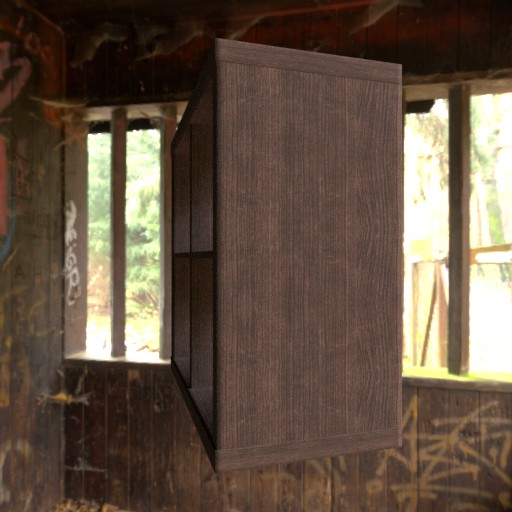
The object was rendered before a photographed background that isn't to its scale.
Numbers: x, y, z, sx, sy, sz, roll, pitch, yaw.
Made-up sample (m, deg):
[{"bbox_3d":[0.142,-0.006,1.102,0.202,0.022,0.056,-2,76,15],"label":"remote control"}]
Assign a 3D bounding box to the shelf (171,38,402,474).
[{"bbox_3d":[0.000,0.000,1.234,0.390,0.786,0.790,0,0,-17],"label":"shelf"}]
